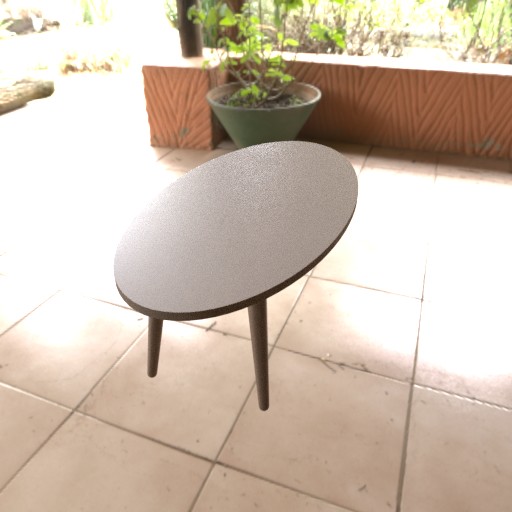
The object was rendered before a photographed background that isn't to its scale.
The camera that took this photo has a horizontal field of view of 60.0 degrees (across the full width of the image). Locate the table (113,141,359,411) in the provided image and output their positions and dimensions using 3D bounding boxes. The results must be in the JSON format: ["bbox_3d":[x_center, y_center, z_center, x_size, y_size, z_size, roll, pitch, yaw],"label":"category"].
[{"bbox_3d":[0.000,0.000,1.335,0.542,0.390,1.083,11,33,17],"label":"table"}]
